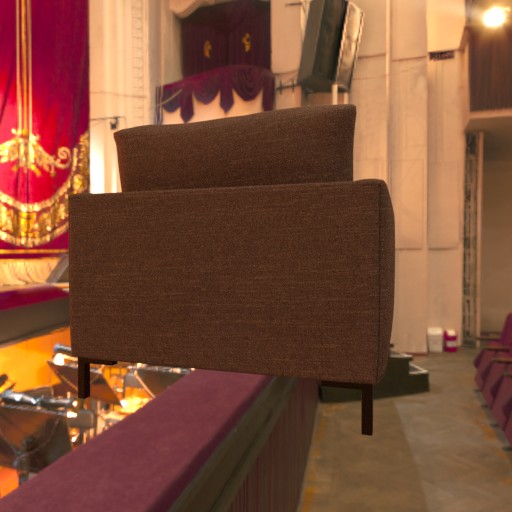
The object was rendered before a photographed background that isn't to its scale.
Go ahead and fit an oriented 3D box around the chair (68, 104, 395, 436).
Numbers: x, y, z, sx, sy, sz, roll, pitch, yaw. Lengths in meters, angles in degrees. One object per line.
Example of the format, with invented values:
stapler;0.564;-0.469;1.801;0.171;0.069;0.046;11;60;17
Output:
chair;0.000;0.000;1.570;0.940;0.841;0.845;0;1;18
